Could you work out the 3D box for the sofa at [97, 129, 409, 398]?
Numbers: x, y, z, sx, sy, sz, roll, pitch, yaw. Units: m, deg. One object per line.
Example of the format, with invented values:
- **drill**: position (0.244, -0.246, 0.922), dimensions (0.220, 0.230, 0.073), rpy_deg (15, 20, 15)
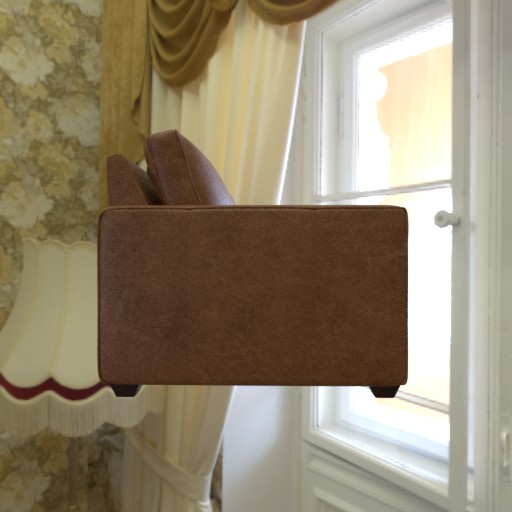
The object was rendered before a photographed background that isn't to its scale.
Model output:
- **sofa**: position (0.000, 0.000, 2.117), dimensions (1.020, 0.896, 1.532), rpy_deg (0, 0, 1)
